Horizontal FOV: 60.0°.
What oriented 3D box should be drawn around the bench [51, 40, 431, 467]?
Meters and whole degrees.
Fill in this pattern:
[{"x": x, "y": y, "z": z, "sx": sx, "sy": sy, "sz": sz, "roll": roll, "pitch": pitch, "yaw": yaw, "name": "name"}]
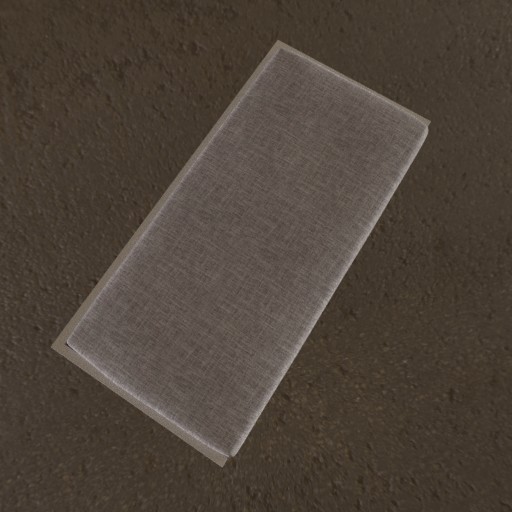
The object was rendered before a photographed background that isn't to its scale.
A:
[{"x": 0.000, "y": 0.000, "z": 1.003, "sx": 0.362, "sy": 0.461, "sz": 0.734, "roll": 32, "pitch": 78, "yaw": 8, "name": "bench"}]
